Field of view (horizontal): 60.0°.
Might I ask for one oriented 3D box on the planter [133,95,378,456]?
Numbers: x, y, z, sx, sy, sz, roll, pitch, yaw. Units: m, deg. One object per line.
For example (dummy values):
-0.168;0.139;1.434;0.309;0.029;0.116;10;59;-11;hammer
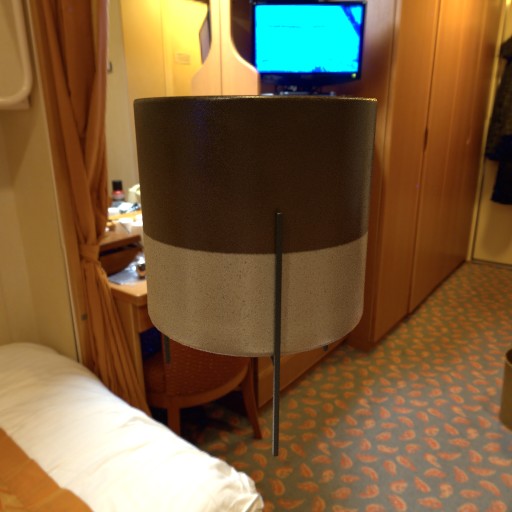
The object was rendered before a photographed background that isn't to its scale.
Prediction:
0.000;0.000;0.702;0.345;0.465;0.354;-3;17;-8;planter
